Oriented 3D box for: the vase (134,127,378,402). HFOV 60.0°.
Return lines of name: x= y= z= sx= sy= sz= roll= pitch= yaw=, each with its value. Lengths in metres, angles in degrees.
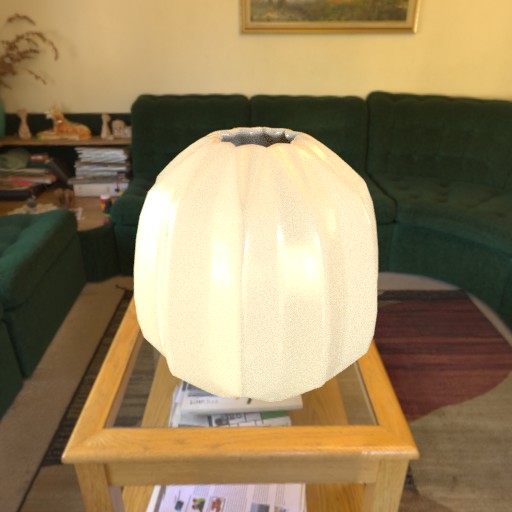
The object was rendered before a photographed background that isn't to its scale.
vase: x=0.000 y=0.000 z=0.251 sx=0.139 sy=0.134 sz=0.139 roll=0 pitch=26 yaw=0
